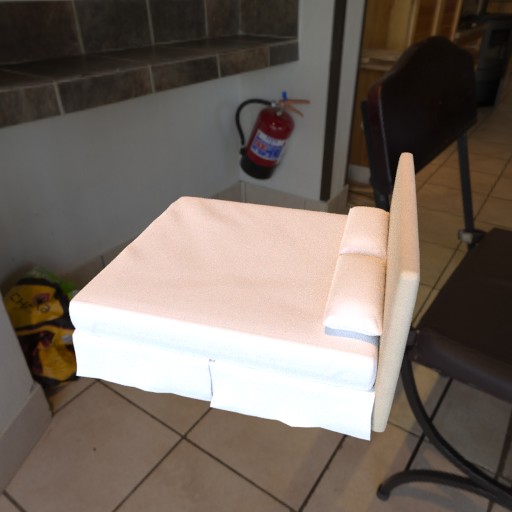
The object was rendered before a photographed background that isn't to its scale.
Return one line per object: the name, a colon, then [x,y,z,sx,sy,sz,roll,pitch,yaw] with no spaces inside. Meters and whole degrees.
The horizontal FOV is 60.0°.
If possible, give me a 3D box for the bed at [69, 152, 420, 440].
bed: [0.000,0.000,3.639,2.319,1.317,2.119,8,32,14]
